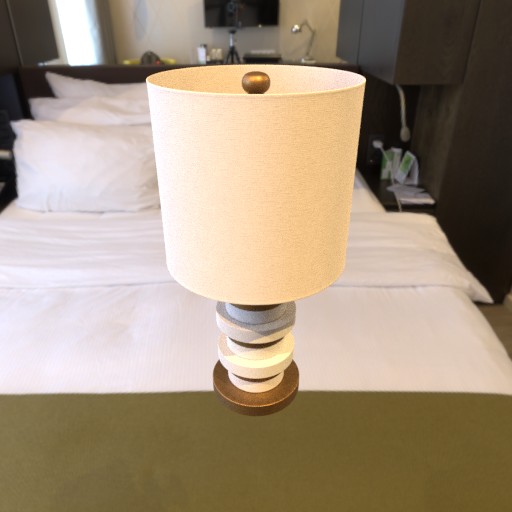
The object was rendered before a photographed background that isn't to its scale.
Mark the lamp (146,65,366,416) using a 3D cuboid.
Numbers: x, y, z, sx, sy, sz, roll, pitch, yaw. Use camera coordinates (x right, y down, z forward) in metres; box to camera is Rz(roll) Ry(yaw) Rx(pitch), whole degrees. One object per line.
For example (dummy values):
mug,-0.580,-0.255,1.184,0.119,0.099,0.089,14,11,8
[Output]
lamp,0.000,0.000,0.530,0.210,0.410,0.210,-17,33,-28
